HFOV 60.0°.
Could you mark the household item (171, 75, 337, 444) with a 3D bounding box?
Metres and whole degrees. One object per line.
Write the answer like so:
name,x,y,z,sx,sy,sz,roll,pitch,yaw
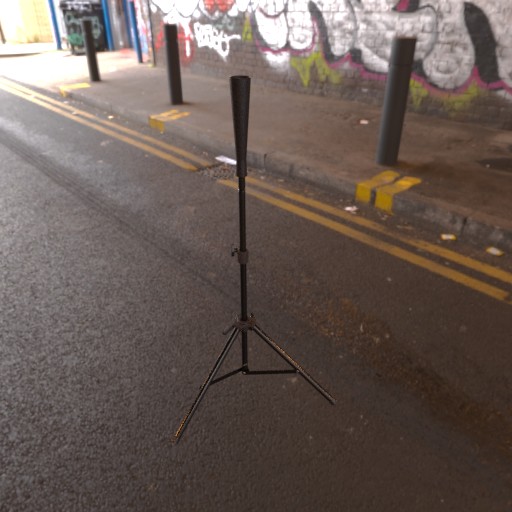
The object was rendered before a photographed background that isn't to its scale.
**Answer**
household item,0.000,0.000,1.397,0.559,1.067,0.559,-1,30,-2
